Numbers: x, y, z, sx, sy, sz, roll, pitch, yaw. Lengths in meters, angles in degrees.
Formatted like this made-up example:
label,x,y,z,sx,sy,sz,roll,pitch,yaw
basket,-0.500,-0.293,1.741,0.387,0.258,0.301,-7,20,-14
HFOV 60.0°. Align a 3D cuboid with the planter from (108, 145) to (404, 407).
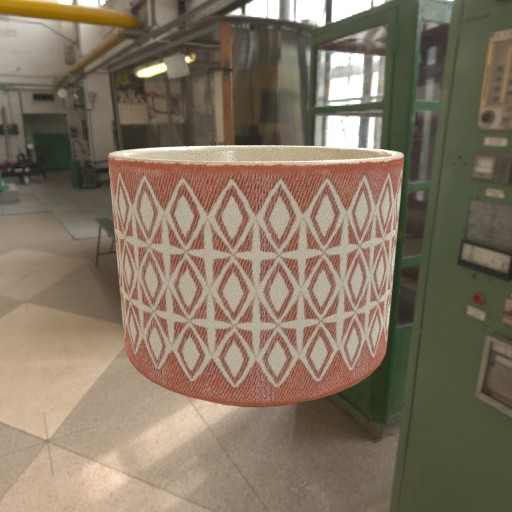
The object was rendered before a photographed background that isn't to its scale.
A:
label,x,y,z,sx,sy,sz,roll,pitch,yaw
planter,0.000,0.000,0.321,0.192,0.148,0.192,0,16,0
